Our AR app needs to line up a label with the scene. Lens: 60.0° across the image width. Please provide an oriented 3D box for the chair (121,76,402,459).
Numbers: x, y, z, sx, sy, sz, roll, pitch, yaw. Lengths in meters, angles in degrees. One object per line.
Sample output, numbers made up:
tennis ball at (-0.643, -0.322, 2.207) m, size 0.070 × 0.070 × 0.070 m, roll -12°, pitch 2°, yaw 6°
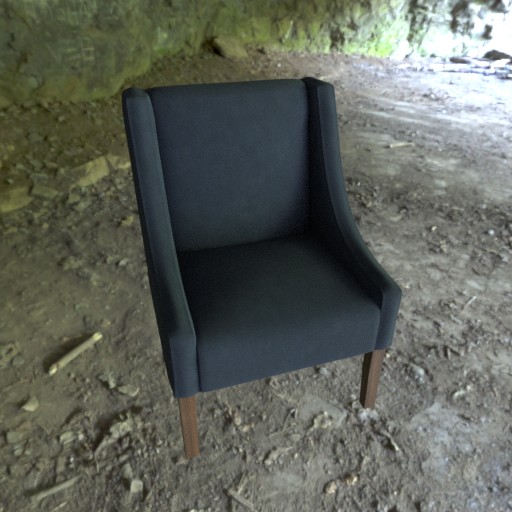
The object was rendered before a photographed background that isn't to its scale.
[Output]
chair at (0.000, 0.000, 1.322) m, size 0.629 × 0.895 × 0.629 m, roll -10°, pitch 33°, yaw -15°
